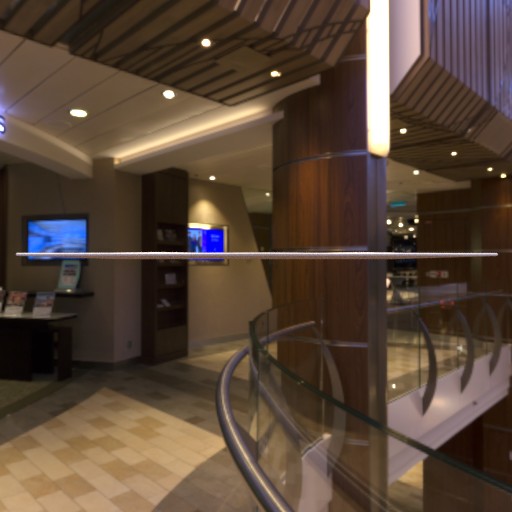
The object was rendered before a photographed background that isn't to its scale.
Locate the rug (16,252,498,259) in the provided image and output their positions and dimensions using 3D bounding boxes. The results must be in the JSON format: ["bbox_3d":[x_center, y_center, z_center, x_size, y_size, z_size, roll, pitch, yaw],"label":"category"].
[{"bbox_3d":[0.000,0.000,3.077,2.438,0.026,1.706,0,-1,-1],"label":"rug"}]
